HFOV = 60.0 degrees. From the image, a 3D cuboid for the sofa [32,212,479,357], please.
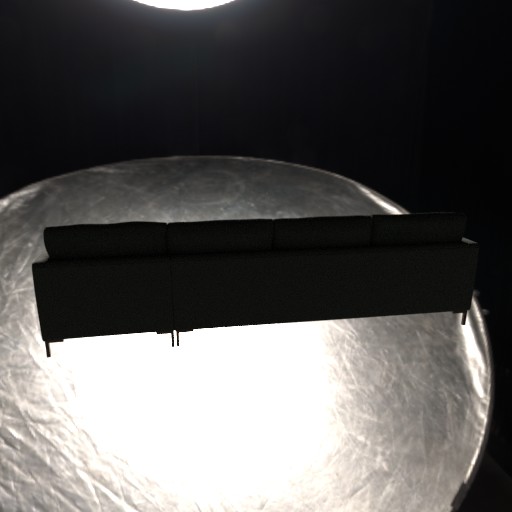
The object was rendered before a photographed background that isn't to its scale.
[{"bbox_3d":[0.000,0.000,3.233,2.725,0.756,1.255,-3,16,-9],"label":"sofa"}]
